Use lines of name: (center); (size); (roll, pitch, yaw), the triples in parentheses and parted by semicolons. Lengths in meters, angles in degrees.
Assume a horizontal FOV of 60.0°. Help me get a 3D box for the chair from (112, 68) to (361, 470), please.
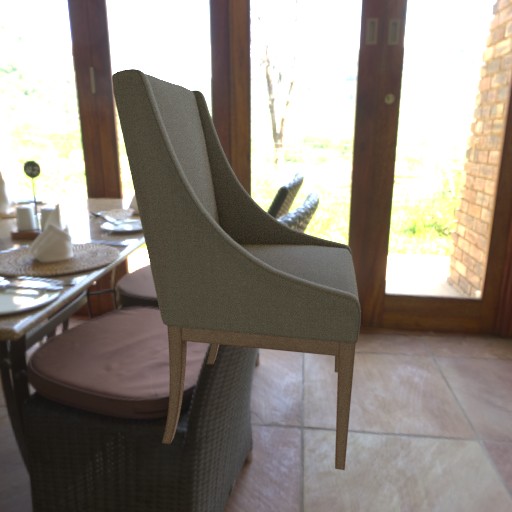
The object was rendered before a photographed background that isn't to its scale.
chair: (0.000, 0.000, 1.366); (0.611, 1.021, 0.575); (2, 15, 9)
